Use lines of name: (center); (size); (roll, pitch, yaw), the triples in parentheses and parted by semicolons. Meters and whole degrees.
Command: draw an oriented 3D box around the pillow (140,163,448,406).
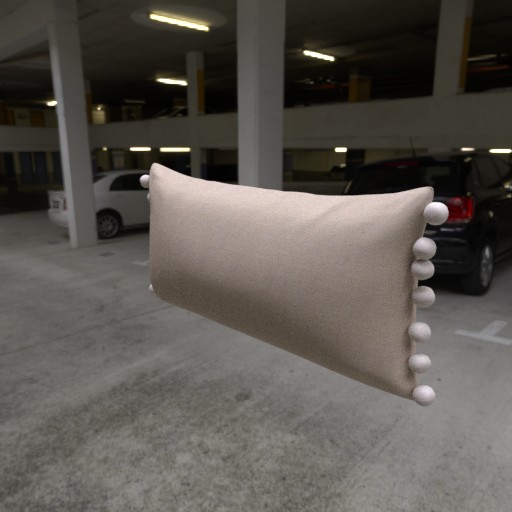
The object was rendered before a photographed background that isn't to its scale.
pillow: (0.000, 0.000, 0.822); (0.709, 0.322, 0.201); (13, 19, 43)
